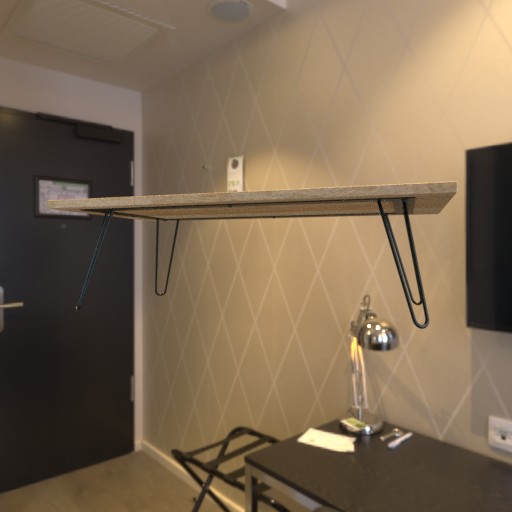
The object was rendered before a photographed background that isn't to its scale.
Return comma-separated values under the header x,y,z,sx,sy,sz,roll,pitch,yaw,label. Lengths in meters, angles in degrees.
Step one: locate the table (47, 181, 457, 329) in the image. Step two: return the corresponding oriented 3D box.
x,y,z,sx,sy,sz,roll,pitch,yaw,label
0.000,0.000,1.706,1.348,0.400,0.699,0,1,19,table
